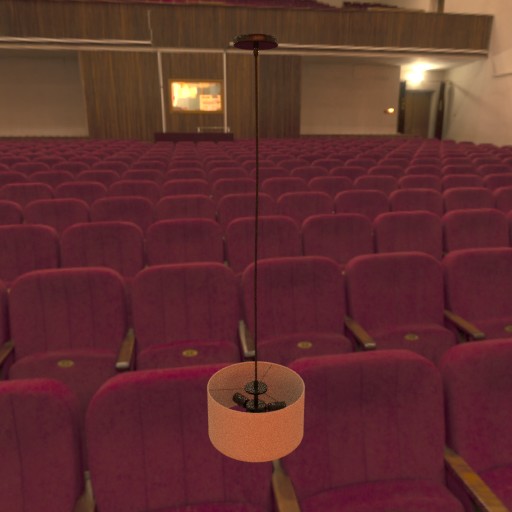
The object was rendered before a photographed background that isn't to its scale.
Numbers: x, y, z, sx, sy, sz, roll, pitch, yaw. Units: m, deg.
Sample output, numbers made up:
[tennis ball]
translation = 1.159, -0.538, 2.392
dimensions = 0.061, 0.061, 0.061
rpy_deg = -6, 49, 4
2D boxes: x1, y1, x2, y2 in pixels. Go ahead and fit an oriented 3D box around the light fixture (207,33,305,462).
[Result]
[light fixture]
translation = 0.000, 0.000, 1.688
dimensions = 0.399, 1.516, 0.399
rpy_deg = 0, 14, 0
